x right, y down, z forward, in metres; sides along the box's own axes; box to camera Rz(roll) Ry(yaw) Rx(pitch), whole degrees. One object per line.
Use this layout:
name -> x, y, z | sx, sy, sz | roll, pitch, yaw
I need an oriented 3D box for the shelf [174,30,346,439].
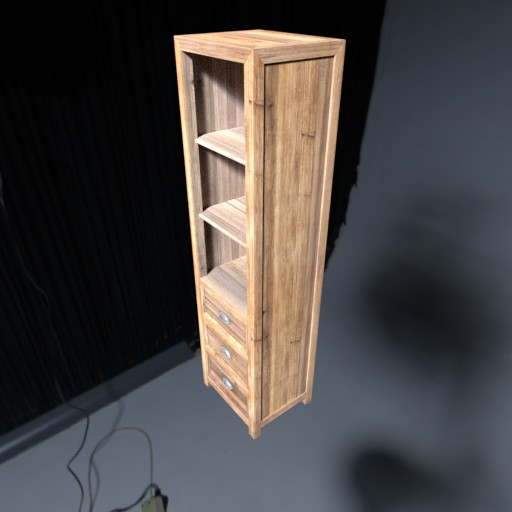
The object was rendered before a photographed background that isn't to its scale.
shelf -> 0.000, 0.000, 2.141 | 0.428, 1.900, 0.500 | -22, 38, -31
